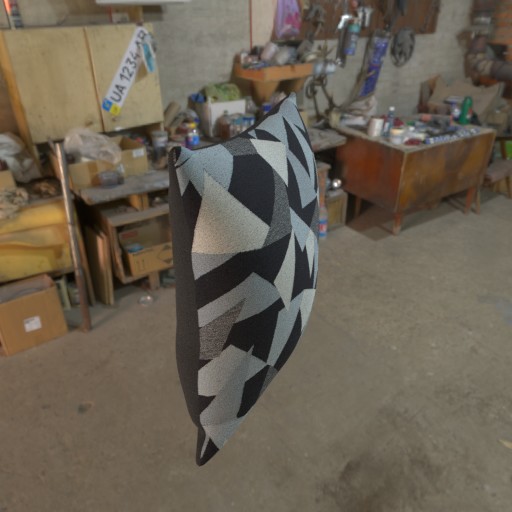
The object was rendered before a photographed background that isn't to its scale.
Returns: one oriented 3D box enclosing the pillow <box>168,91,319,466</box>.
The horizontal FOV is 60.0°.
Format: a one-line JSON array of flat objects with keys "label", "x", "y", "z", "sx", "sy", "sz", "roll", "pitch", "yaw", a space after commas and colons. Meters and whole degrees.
[{"label": "pillow", "x": 0.000, "y": 0.000, "z": 0.776, "sx": 0.208, "sy": 0.496, "sz": 0.503, "roll": 10, "pitch": 30, "yaw": 17}]
